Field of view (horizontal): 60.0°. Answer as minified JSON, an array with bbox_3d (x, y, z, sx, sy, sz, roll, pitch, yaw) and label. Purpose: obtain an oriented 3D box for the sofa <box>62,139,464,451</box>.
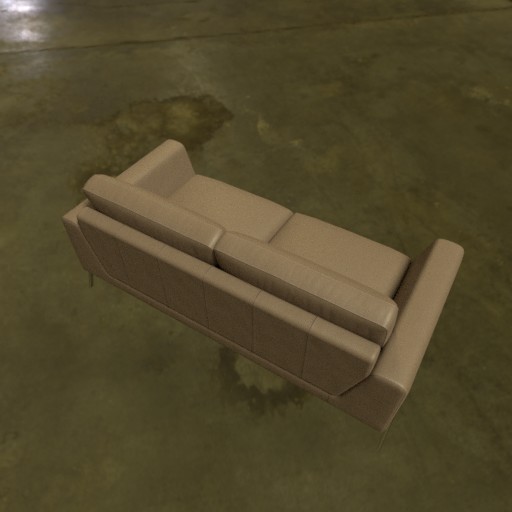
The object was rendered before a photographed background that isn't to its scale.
[{"bbox_3d":[0.000,0.000,2.522,2.017,0.875,0.953,24,51,21],"label":"sofa"}]
